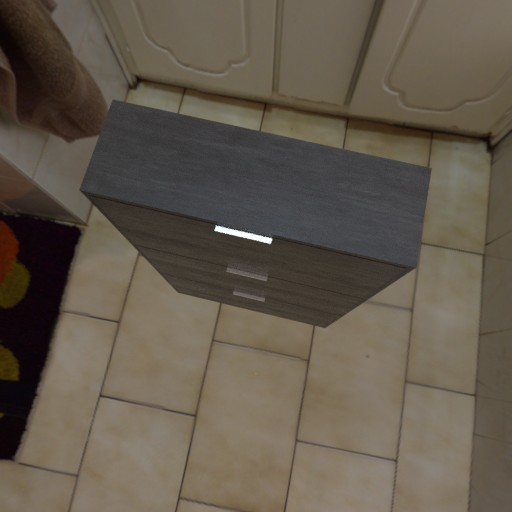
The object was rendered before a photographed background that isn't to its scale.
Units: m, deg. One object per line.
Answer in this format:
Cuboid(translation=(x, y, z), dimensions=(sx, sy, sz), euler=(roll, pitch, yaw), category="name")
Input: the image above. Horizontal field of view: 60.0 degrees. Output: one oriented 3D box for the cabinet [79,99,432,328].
Cuboid(translation=(0.000, 0.000, 1.602), dimensions=(0.750, 1.280, 0.250), euler=(13, 76, 3), category="cabinet")
